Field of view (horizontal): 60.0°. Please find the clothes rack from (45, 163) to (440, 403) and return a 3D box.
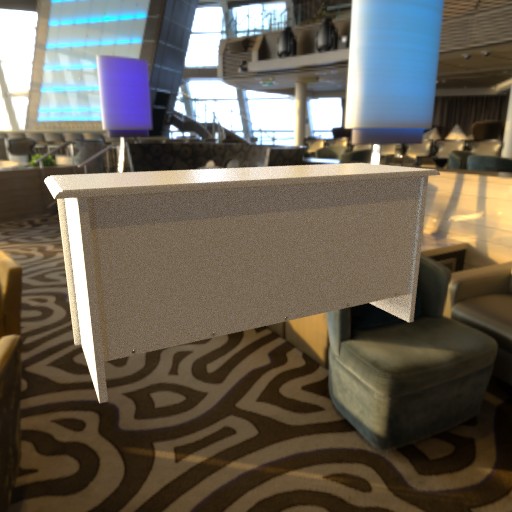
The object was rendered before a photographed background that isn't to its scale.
[{"bbox_3d":[0.000,0.000,1.497,1.218,0.558,0.405,-8,18,-26],"label":"clothes rack"}]
